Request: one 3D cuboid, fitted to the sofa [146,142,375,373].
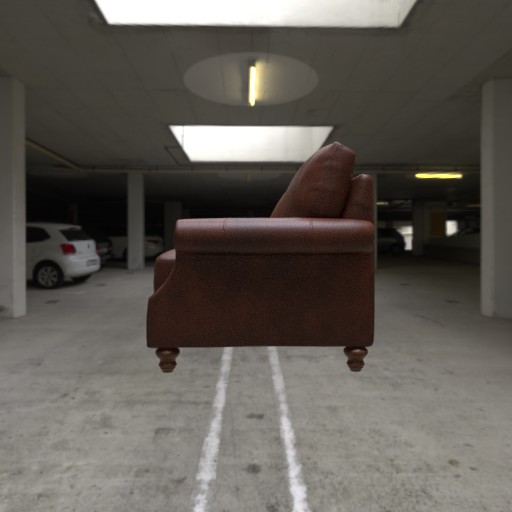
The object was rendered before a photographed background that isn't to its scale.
[{"bbox_3d":[0.000,0.000,2.919,0.973,0.977,2.351,0,0,-1],"label":"sofa"}]
